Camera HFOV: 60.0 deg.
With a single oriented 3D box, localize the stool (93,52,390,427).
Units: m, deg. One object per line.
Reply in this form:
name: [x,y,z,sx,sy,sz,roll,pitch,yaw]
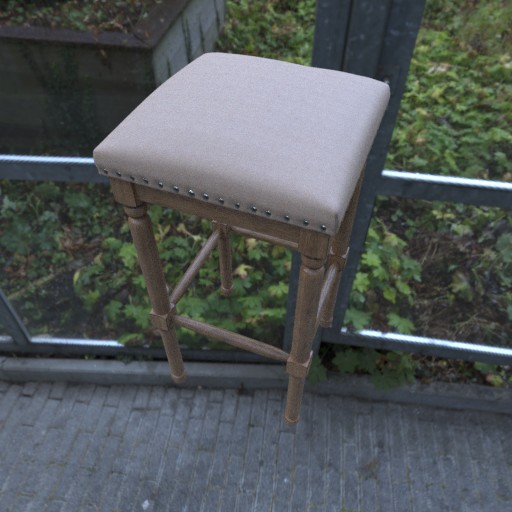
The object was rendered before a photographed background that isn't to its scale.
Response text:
stool: [0.000,0.000,0.971,0.382,0.768,0.383,16,49,15]
